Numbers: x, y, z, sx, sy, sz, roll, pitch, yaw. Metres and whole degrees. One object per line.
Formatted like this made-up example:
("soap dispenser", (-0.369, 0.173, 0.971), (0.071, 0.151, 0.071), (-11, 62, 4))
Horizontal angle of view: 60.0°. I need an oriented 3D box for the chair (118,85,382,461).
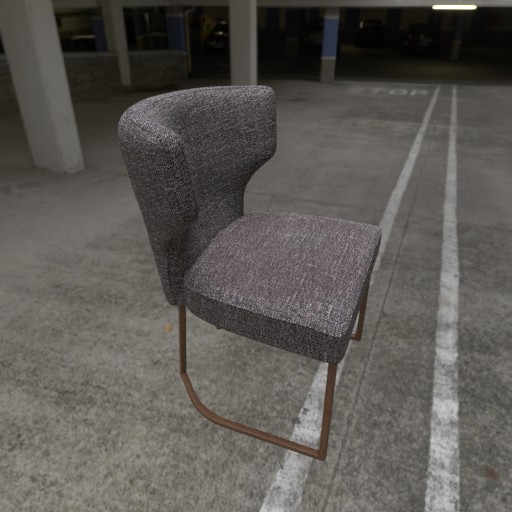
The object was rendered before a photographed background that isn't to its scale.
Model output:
("chair", (0.000, 0.000, 1.236), (0.617, 0.824, 0.611), (11, 32, 19))
